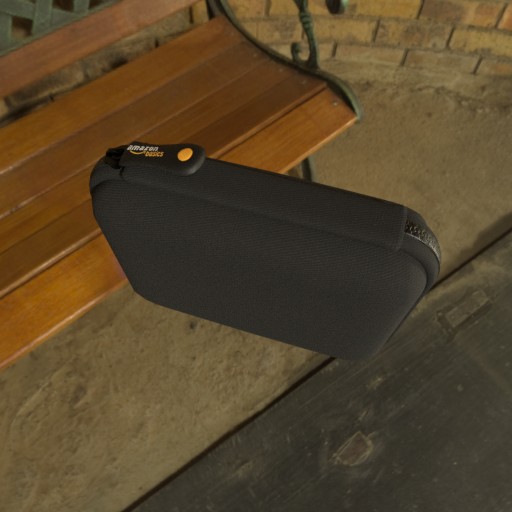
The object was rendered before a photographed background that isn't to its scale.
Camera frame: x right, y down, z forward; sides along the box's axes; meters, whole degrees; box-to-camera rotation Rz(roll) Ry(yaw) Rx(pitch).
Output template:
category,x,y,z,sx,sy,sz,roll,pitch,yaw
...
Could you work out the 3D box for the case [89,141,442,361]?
category,x,y,z,sx,sy,sz,roll,pitch,yaw
case,0.000,0.000,0.182,0.132,0.105,0.038,15,61,9
